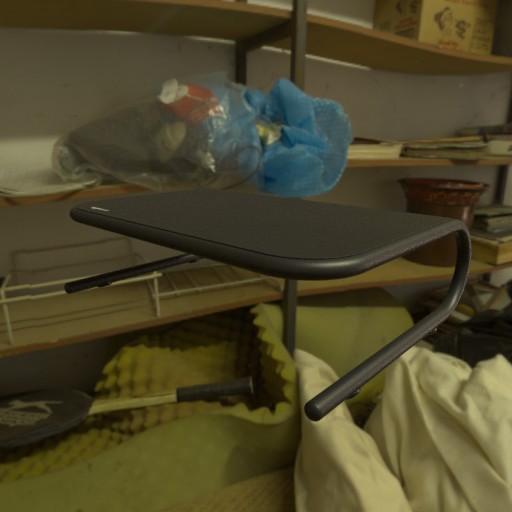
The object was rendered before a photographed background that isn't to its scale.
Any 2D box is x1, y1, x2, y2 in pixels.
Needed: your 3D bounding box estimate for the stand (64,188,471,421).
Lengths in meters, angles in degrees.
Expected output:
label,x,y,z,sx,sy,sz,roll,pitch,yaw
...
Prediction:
label,x,y,z,sx,sy,sz,roll,pitch,yaw
stand,0.000,0.000,0.494,0.370,0.108,0.280,14,21,41
